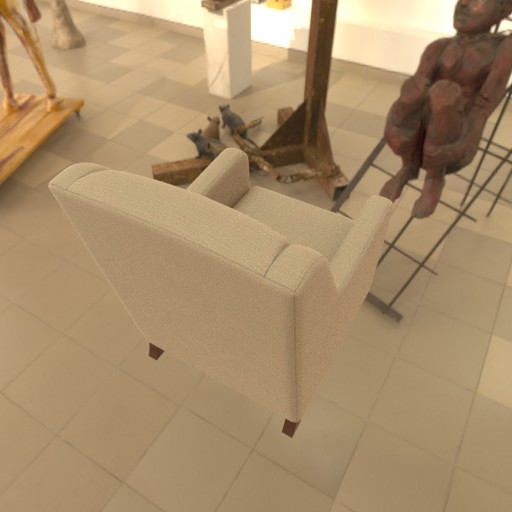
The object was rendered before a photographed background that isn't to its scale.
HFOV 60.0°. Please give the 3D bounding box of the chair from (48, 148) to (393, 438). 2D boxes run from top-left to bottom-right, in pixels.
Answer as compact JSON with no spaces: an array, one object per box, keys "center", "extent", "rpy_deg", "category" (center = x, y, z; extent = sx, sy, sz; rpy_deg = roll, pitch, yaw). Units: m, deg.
[{"center":[0.000,0.000,1.590],"extent":[0.715,1.017,0.896],"rpy_deg":[23,50,21],"category":"chair"}]
